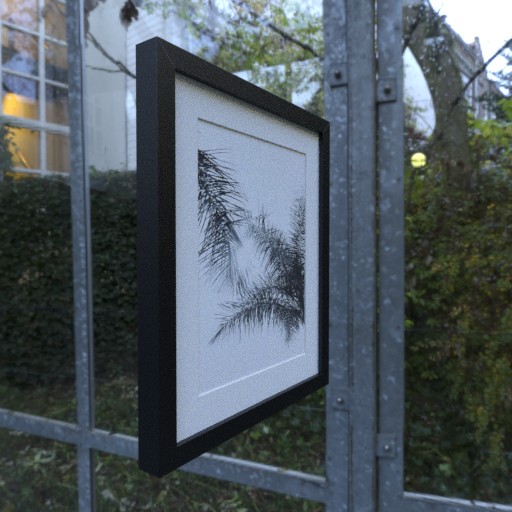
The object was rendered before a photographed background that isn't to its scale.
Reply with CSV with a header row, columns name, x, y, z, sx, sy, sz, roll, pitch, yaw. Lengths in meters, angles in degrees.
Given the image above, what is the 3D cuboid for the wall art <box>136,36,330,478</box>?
name,x,y,z,sx,sy,sz,roll,pitch,yaw
wall art,0.000,0.000,0.521,0.028,0.380,0.325,1,2,36
